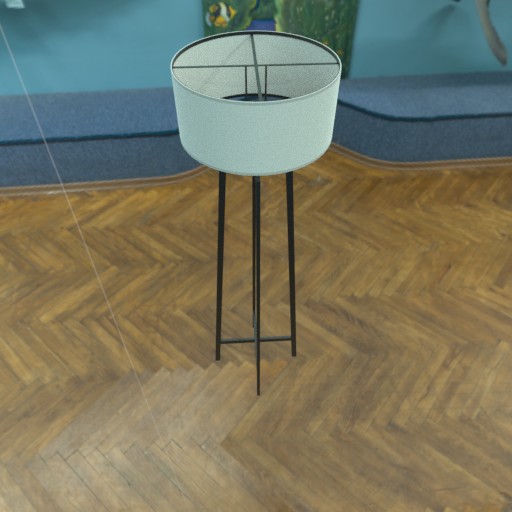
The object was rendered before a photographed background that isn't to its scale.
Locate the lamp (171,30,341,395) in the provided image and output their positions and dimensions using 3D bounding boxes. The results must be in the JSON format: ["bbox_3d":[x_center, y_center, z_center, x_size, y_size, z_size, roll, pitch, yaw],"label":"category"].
[{"bbox_3d":[0.000,0.000,1.739,0.457,1.510,0.456,-2,46,-2],"label":"lamp"}]
